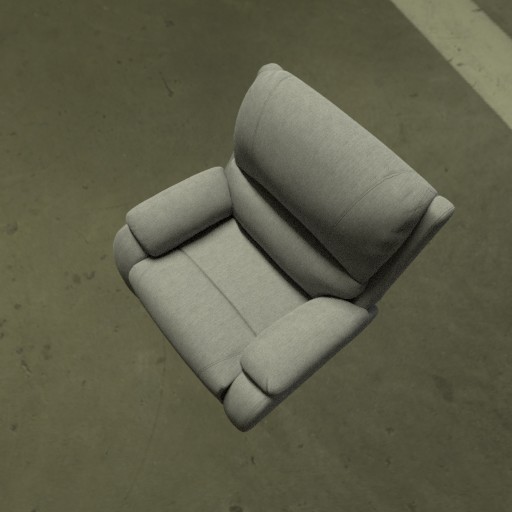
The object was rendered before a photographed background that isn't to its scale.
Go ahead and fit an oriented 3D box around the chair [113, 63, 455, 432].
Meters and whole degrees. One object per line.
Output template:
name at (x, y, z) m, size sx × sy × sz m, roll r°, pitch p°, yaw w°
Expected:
chair at (0.000, 0.000, 1.729) m, size 0.899 × 1.011 × 0.930 m, roll -36°, pitch 68°, yaw -17°
